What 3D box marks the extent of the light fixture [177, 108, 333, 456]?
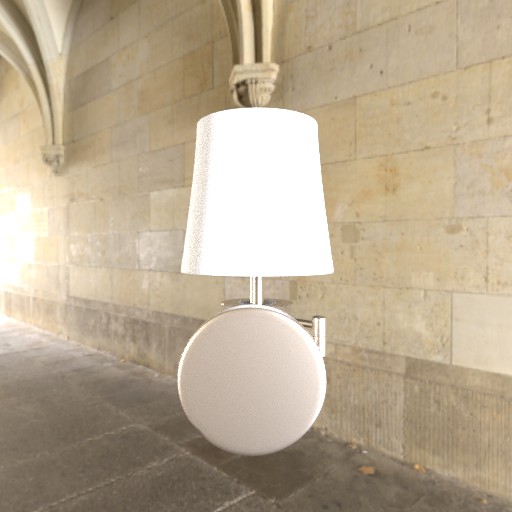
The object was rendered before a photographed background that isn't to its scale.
[{"bbox_3d":[0.000,0.000,0.597,0.223,0.381,0.348,0,1,1],"label":"light fixture"}]
